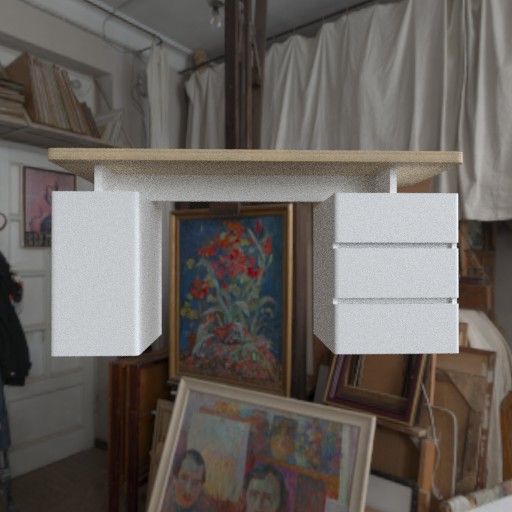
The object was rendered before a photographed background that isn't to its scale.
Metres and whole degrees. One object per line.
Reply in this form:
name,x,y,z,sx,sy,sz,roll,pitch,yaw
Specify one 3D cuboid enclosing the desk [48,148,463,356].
desk,0.000,0.000,1.853,1.500,0.755,0.550,0,0,-2
